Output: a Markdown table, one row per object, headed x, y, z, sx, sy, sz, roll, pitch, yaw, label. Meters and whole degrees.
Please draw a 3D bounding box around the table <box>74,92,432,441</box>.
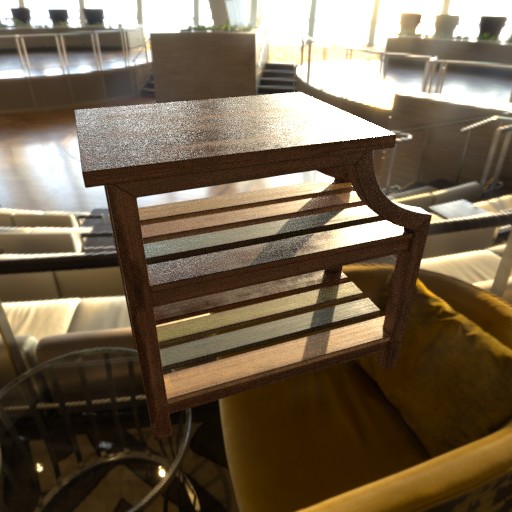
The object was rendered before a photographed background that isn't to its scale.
| x | y | z | sx | sy | sz | roll | pitch | yaw | label |
| --- | --- | --- | --- | --- | --- | --- | --- | --- | --- |
| 0.000 | 0.000 | 0.951 | 0.609 | 0.584 | 0.356 | -11 | 33 | -18 | table |
